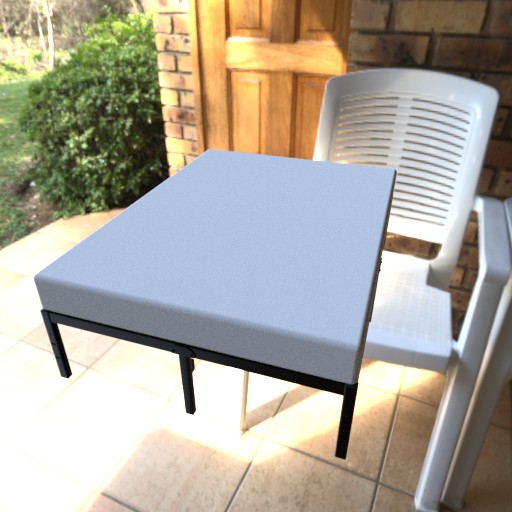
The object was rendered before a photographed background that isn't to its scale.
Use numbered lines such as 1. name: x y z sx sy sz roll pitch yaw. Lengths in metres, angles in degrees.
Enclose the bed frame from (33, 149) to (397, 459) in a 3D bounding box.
1. bed frame: 0.000 0.000 2.859 1.557 0.659 2.072 10 33 16
